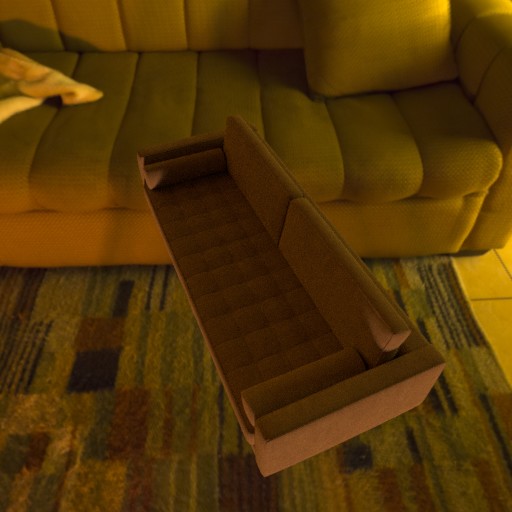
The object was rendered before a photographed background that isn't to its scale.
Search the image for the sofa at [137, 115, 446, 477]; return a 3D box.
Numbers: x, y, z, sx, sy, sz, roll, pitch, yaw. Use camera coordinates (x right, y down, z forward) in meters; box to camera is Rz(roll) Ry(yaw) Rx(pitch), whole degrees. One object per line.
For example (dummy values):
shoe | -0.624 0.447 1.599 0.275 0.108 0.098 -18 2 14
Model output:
sofa | 0.000 0.000 2.648 0.919 0.770 2.200 -18 50 -16
